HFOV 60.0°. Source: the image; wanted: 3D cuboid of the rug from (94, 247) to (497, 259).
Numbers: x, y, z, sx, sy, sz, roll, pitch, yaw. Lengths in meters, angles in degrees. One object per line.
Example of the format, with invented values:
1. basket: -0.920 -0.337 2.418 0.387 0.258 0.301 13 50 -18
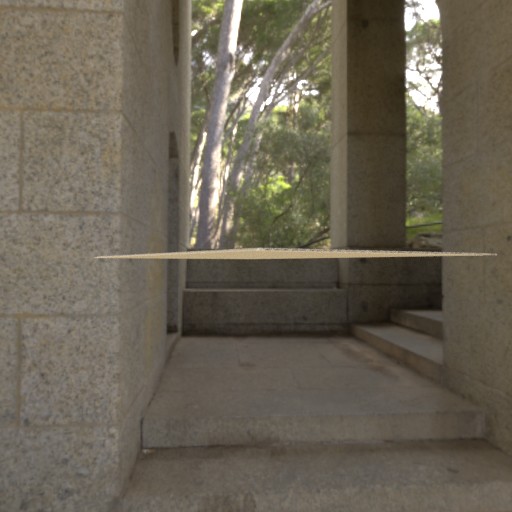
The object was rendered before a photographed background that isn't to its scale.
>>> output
1. rug: 0.000 0.000 3.014 1.548 0.013 2.486 1 -1 -34
